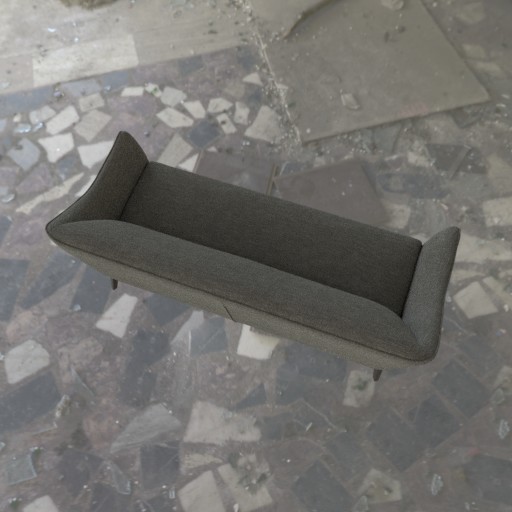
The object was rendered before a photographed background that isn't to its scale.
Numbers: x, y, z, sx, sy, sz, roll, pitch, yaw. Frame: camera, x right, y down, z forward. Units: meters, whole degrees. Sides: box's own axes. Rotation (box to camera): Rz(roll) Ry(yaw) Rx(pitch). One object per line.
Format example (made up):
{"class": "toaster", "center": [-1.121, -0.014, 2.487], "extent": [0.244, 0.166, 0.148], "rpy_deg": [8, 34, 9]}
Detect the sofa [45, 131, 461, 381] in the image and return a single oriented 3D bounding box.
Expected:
{"class": "sofa", "center": [0.000, 0.000, 2.382], "extent": [1.928, 0.829, 0.867], "rpy_deg": [18, 65, 9]}
